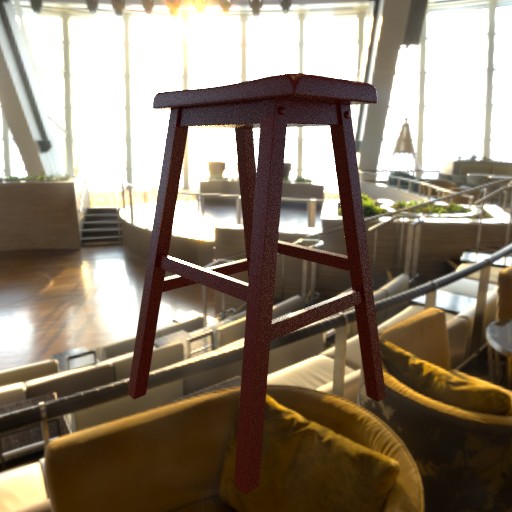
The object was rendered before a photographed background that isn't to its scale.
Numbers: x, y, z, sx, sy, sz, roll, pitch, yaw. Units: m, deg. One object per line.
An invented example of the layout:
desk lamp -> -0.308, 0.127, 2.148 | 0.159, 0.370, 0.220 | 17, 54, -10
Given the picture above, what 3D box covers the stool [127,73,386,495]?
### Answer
stool -> 0.000, 0.000, 1.038 | 0.476, 0.737, 0.457 | -13, 20, -41
